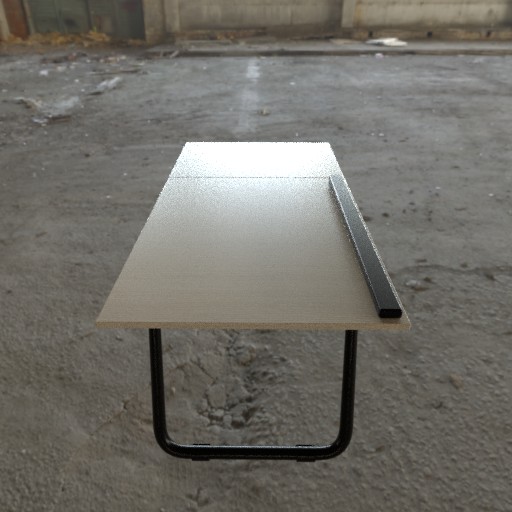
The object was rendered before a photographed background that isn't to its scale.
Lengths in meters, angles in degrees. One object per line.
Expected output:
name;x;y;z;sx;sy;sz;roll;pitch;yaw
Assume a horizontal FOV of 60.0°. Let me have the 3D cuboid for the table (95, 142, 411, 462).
table;0.000;0.000;0.783;0.322;0.242;0.644;0;31;1
